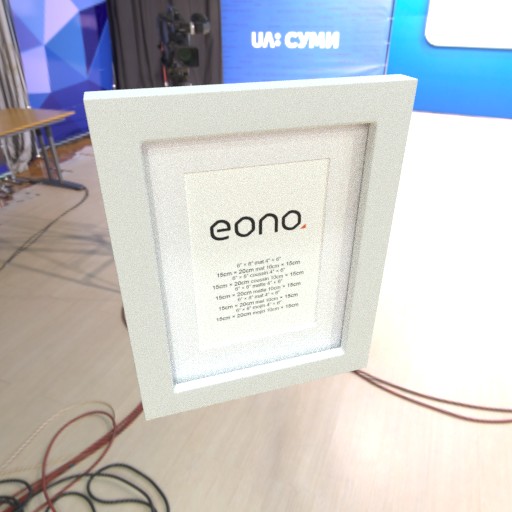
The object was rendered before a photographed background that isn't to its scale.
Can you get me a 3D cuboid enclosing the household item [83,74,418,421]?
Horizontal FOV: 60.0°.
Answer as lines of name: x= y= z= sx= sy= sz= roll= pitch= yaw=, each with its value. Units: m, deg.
household item: x=0.000 y=0.000 z=0.336 sx=0.200 sy=0.250 sz=0.045 roll=-9 pitch=32 yaw=-15
